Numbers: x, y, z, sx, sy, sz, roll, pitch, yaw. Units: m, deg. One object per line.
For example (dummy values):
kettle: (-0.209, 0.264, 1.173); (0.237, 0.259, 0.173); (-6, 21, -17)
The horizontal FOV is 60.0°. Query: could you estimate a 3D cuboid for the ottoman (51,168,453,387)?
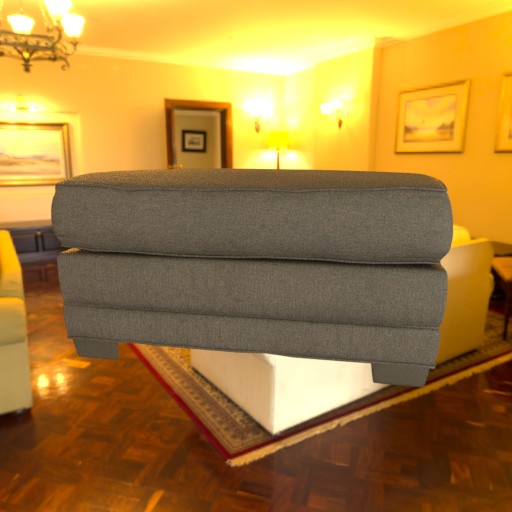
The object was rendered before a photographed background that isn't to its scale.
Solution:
ottoman: (0.000, 0.000, 1.157); (0.864, 0.448, 0.490); (2, 13, 10)
